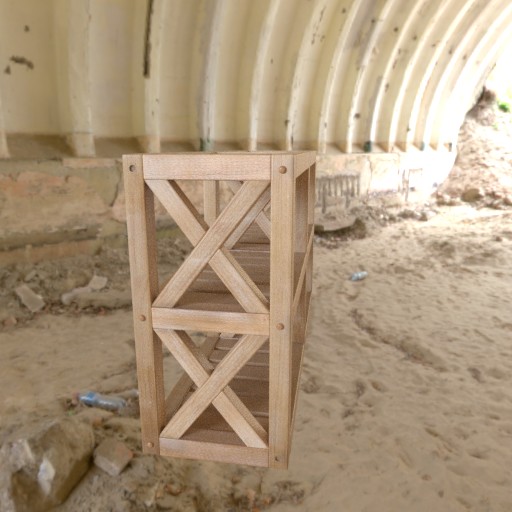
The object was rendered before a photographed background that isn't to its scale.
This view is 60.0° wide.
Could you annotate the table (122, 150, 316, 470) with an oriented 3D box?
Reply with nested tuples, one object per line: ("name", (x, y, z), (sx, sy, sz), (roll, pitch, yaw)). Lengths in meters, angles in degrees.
("table", (0.000, 0.000, 1.662), (0.381, 0.762, 1.320), (2, 14, 9))
